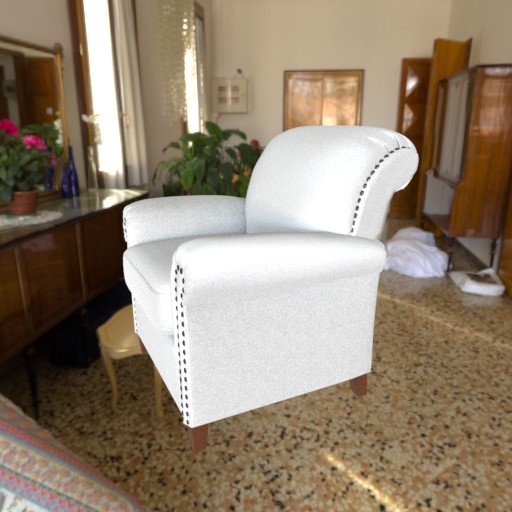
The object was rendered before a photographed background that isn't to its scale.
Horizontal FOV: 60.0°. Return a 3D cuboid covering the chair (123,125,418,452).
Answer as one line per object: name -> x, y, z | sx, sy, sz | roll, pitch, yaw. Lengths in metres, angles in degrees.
chair -> 0.000, 0.000, 1.640 | 0.890, 0.927, 0.854 | -8, 18, -25
